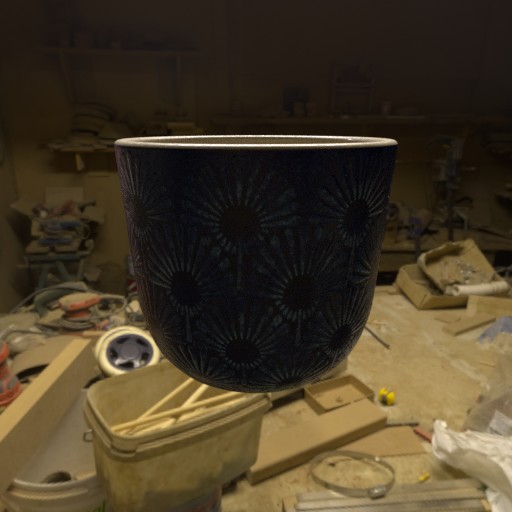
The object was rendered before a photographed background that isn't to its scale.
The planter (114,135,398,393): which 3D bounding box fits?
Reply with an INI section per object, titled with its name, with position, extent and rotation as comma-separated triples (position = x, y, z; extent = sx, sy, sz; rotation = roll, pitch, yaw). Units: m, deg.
[planter]
position = 0.000, 0.000, 0.298
extent = 0.170, 0.153, 0.170
rotation = 0, 17, 0
